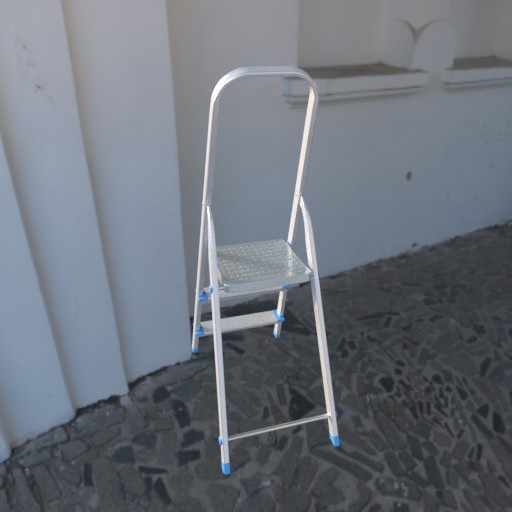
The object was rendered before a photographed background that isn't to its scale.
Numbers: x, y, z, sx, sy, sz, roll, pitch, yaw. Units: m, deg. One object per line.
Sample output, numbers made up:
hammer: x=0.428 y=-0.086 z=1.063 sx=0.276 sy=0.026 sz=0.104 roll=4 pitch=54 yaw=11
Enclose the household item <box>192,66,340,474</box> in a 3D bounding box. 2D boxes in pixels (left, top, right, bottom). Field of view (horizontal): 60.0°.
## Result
household item: x=0.000 y=0.000 z=1.527 sx=0.420 sy=1.215 sz=0.687 roll=-7 pitch=27 yaw=-14
